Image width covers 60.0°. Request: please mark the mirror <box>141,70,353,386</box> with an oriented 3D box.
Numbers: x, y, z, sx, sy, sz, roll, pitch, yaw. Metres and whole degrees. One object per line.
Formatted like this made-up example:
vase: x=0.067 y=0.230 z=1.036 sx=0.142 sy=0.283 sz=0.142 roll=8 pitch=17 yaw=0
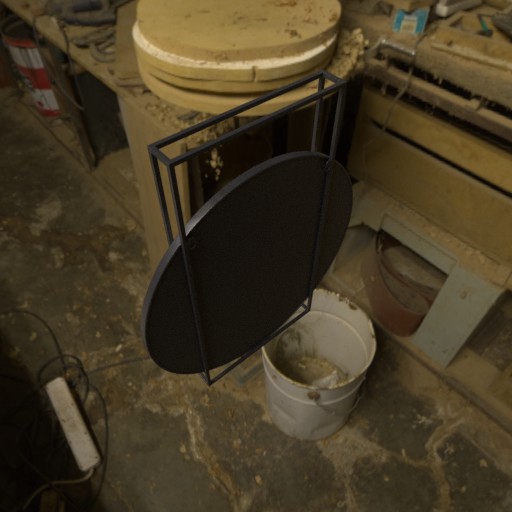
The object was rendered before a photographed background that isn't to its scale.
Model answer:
mirror: x=0.000 y=0.000 z=0.835 sx=0.508 sy=0.603 sz=0.051 roll=-32 pitch=56 yaw=-25
